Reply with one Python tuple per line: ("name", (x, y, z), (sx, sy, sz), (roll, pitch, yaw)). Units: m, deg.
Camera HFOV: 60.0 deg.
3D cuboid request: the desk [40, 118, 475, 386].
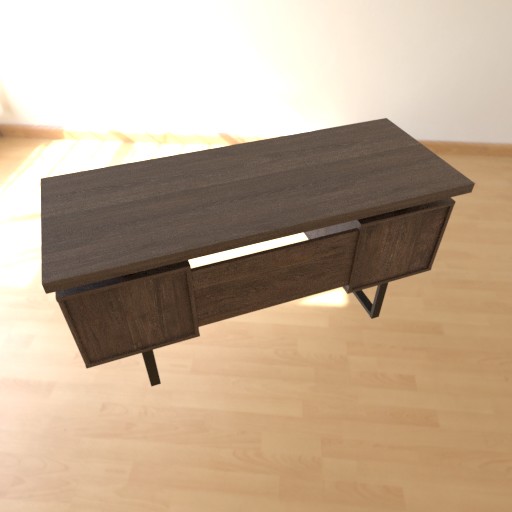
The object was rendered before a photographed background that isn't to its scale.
("desk", (0.000, 0.000, 1.923), (1.524, 0.760, 0.600), (-14, 44, -15))
